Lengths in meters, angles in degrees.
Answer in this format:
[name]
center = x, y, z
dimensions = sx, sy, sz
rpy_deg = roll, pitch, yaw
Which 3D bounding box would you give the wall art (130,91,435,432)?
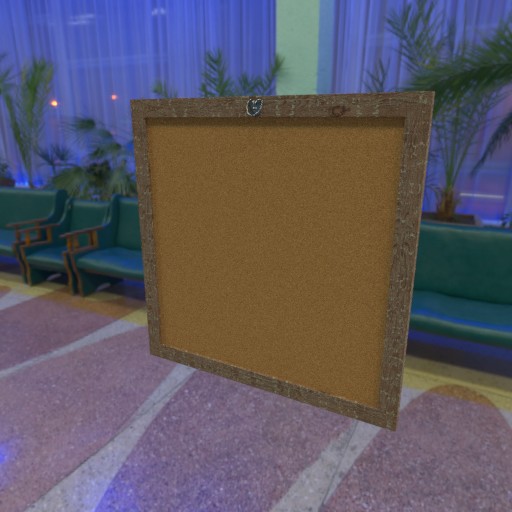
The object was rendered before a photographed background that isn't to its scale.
[wall art]
center = 0.000, 0.000, 0.560
dimensions = 0.380, 0.380, 0.022
rpy_deg = 9, 19, 27
